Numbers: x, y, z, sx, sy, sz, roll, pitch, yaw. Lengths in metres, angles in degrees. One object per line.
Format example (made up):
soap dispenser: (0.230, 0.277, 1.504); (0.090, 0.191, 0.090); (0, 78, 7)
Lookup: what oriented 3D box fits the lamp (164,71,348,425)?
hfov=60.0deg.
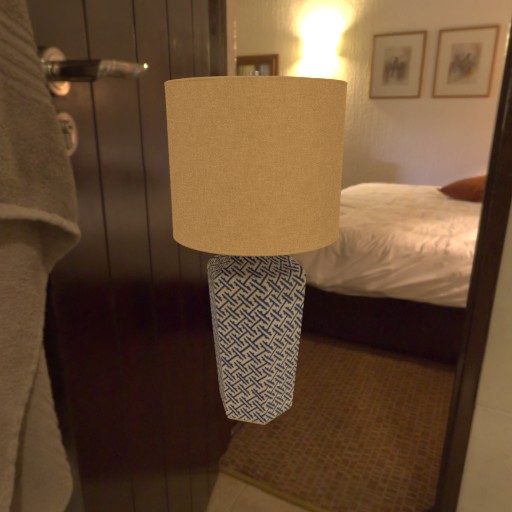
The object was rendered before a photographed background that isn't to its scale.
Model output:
lamp: (0.000, 0.000, 0.884); (0.320, 0.682, 0.320); (-3, 18, -9)
